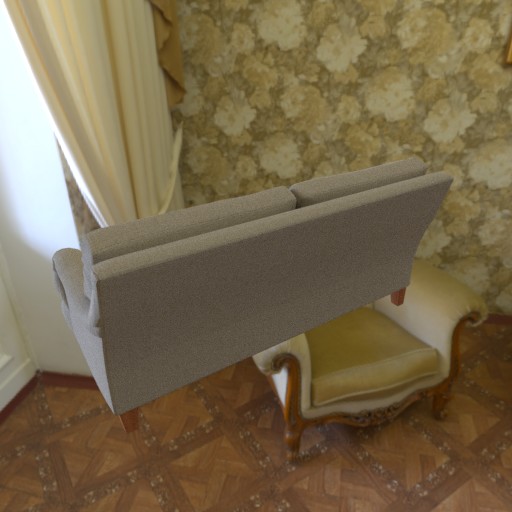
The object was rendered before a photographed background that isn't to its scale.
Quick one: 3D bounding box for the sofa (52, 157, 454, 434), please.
[{"bbox_3d":[0.000,0.000,2.674,2.160,1.054,1.087,-17,32,-30],"label":"sofa"}]
